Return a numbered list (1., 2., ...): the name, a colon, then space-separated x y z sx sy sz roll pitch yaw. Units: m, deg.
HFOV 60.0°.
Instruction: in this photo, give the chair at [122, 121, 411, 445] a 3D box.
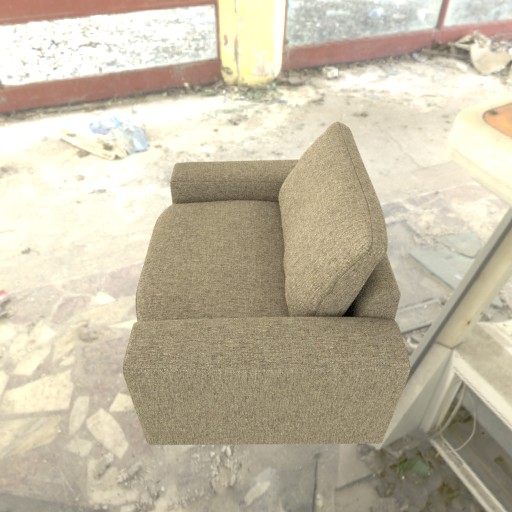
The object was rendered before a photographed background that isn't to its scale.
1. chair: 0.000 0.000 2.070 1.039 0.915 1.398 0 41 0
